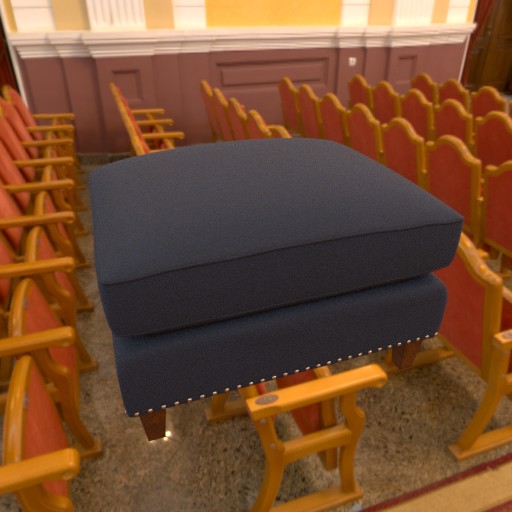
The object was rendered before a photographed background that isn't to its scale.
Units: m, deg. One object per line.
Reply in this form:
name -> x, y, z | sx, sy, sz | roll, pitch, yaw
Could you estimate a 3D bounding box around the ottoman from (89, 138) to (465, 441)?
ottoman -> 0.000, 0.000, 1.128 | 0.741, 0.513, 0.584 | -10, 32, -17
